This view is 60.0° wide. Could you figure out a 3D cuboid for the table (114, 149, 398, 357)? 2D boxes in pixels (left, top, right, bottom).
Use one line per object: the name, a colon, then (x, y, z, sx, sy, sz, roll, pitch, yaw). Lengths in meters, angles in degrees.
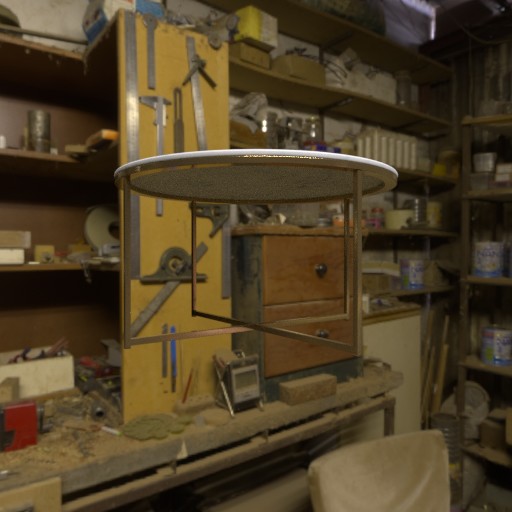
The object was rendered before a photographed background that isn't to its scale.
table: (0.000, 0.000, 1.314, 0.800, 0.450, 0.800, 0, 0, 0)
